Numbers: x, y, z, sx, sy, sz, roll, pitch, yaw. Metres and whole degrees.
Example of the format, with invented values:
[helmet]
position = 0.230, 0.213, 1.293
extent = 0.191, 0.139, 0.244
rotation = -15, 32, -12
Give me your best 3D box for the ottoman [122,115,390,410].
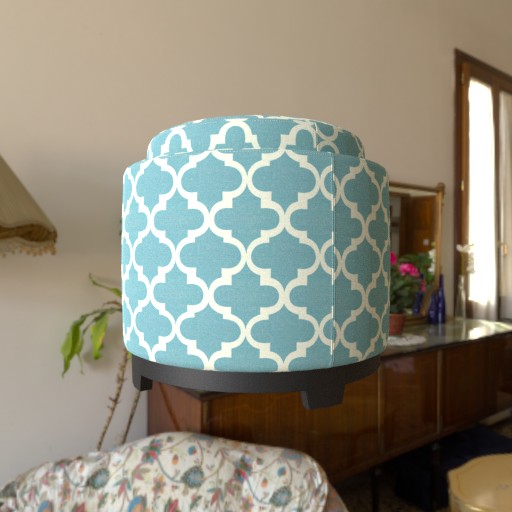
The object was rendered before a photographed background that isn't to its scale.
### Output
[ottoman]
position = 0.000, 0.000, 0.827
extent = 0.480, 0.429, 0.480
rotation = 0, 0, 0
